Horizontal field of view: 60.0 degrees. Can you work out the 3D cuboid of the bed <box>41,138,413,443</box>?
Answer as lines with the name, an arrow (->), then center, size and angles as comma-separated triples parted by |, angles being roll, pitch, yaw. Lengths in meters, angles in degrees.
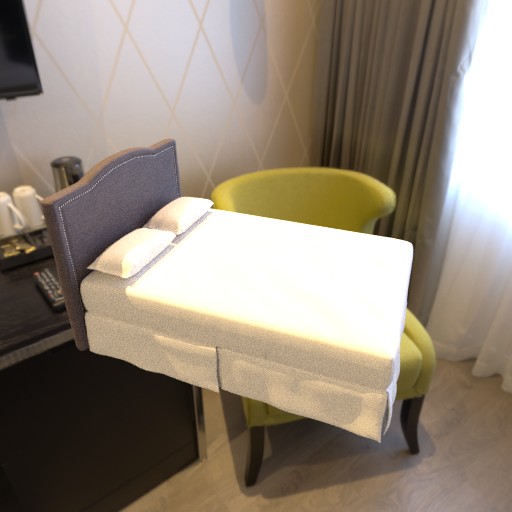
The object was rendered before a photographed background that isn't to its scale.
bed -> 0.000, 0.000, 3.609 | 2.507, 1.441, 1.741 | 11, 32, 18
